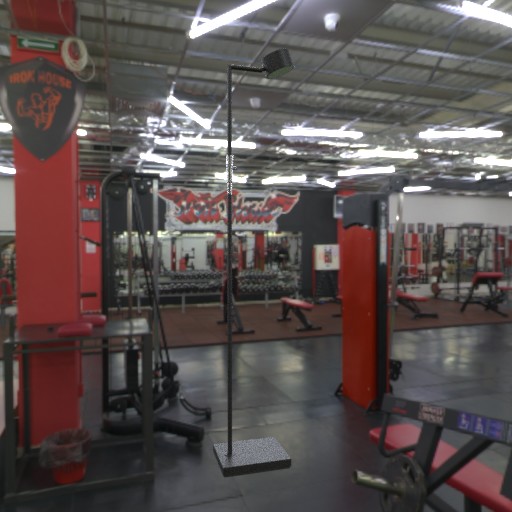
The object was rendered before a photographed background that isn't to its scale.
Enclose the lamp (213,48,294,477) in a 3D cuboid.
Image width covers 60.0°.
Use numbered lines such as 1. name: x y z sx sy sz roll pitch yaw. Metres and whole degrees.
1. lamp: 0.000 0.000 1.722 0.304 1.600 0.203 0 1 -16
